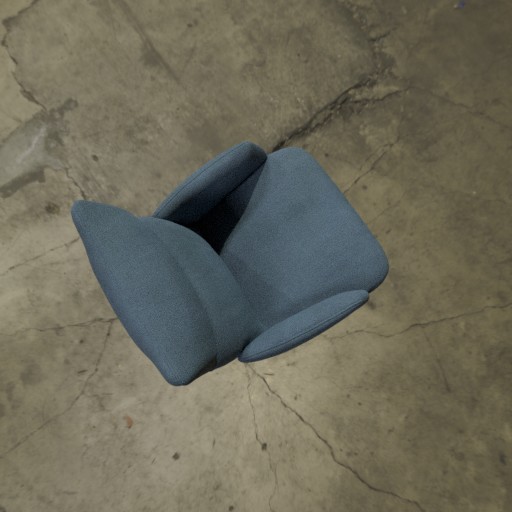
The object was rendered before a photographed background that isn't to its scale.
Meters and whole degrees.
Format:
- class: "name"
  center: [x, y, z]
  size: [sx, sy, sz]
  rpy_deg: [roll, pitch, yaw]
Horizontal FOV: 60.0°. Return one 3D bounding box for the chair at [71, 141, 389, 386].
- class: "chair"
  center: [0.000, 0.000, 1.595]
  size: [0.889, 1.016, 0.711]
  rpy_deg: [-33, 78, -8]
